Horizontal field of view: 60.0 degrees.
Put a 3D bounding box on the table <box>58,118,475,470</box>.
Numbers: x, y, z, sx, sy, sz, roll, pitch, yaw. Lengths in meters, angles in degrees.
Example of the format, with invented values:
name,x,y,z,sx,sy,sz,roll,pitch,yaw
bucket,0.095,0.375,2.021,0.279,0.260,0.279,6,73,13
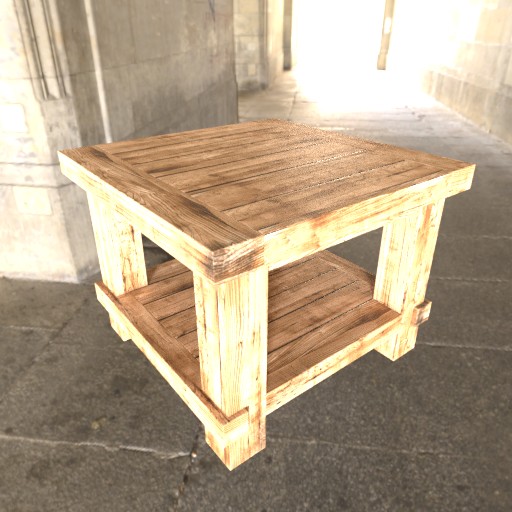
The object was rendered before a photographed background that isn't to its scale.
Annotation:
name,x,y,z,sx,sy,sz,roll,pitch,yaw
table,0.000,0.000,1.014,0.610,0.457,0.610,-20,34,-33
